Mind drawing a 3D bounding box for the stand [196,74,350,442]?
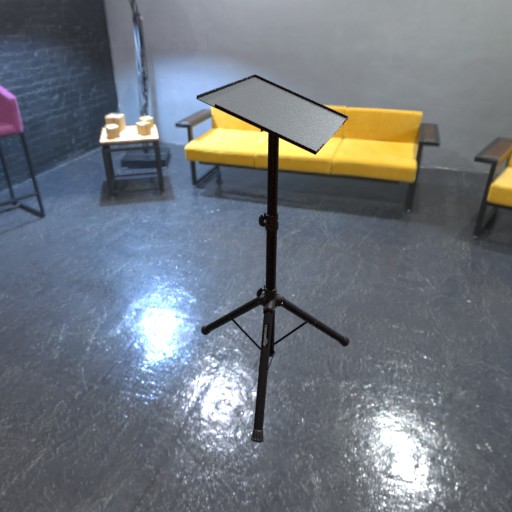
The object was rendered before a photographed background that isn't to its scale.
[{"bbox_3d":[0.000,0.000,1.669,0.702,1.198,0.702,11,32,18],"label":"stand"}]
